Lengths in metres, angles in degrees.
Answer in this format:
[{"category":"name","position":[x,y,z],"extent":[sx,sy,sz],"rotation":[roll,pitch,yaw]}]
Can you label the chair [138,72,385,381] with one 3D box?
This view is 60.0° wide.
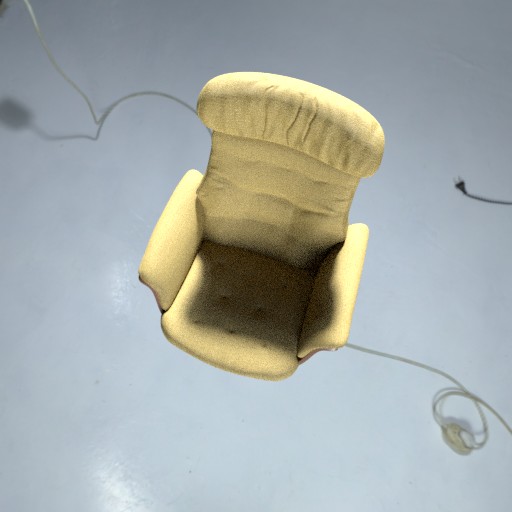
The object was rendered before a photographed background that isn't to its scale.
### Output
[{"category":"chair","position":[0.000,0.000,1.603],"extent":[0.785,0.995,0.837],"rotation":[19,77,5]}]
